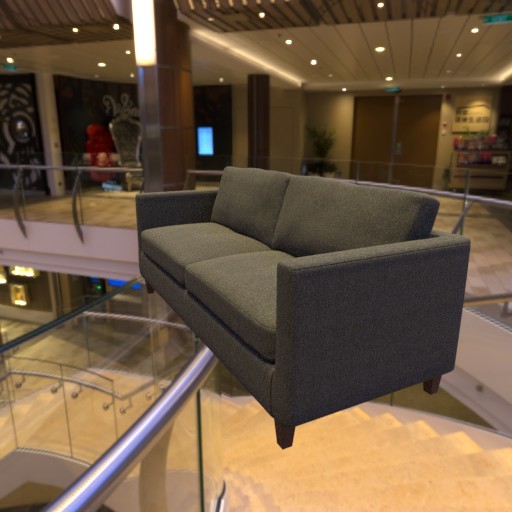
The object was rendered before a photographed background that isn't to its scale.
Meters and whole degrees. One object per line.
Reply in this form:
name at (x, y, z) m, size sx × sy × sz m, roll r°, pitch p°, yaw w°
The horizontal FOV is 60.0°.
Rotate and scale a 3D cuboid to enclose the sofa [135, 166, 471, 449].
sofa at (0.000, 0.000, 2.666) m, size 0.948 × 0.965 × 2.208 m, roll -8°, pitch 17°, yaw -27°
